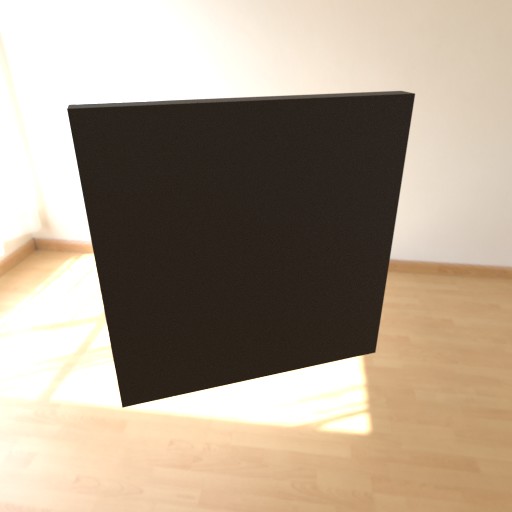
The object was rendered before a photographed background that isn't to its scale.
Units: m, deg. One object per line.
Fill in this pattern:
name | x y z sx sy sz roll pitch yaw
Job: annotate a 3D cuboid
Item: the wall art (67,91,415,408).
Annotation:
wall art | 0.000 0.000 0.751 0.507 0.507 0.038 -8 28 -15
